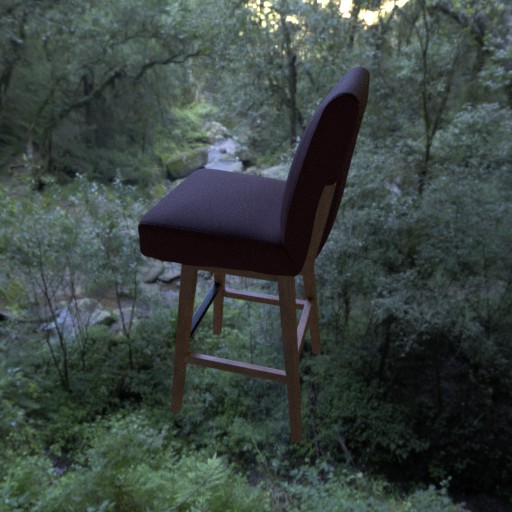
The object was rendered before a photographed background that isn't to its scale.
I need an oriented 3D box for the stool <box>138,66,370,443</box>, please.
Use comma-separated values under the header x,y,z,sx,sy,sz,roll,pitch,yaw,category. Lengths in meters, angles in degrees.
x,y,z,sx,sy,sz,roll,pitch,yaw,category
0.000,0.000,1.403,0.562,1.093,0.468,8,32,13,stool
